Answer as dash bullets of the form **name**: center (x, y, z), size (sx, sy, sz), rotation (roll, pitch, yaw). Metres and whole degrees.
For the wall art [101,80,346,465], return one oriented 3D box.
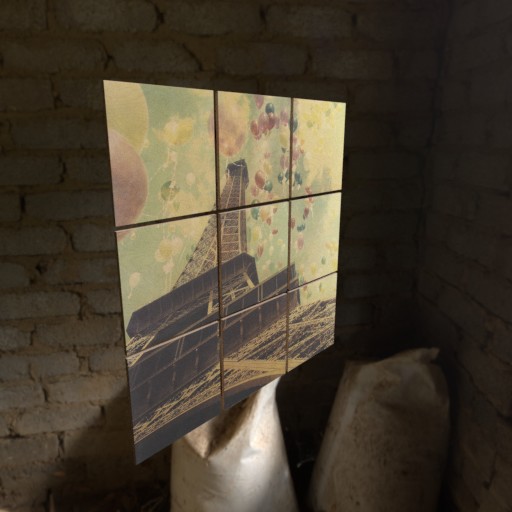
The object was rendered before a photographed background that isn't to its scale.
- **wall art**: center (0.000, 0.000, 1.776), size (0.013, 1.218, 1.219), rotation (13, 20, 40)
